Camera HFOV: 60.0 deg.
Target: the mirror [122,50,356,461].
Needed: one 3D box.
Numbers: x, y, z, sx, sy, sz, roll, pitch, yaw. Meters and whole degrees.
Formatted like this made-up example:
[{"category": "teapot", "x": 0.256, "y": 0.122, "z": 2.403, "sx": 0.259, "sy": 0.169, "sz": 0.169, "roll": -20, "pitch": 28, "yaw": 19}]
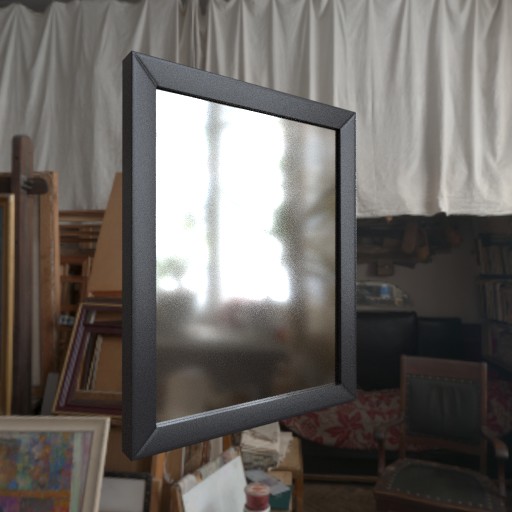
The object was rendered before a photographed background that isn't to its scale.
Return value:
[{"category": "mirror", "x": 0.000, "y": 0.000, "z": 0.680, "sx": 0.405, "sy": 0.508, "sz": 0.041, "roll": 0, "pitch": 0, "yaw": -35}]
